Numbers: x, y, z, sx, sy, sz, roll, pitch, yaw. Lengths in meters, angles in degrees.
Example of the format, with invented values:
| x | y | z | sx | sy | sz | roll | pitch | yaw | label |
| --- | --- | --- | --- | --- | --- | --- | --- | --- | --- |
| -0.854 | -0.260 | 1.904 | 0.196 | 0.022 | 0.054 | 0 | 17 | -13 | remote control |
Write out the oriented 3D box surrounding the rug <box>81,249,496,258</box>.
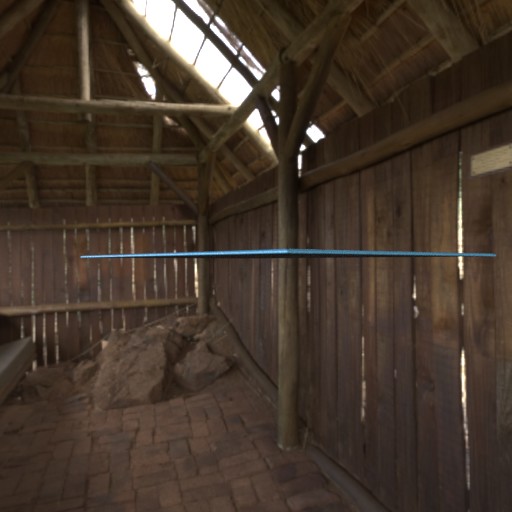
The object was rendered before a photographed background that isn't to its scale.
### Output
| x | y | z | sx | sy | sz | roll | pitch | yaw | label |
| --- | --- | --- | --- | --- | --- | --- | --- | --- | --- |
| 0.000 | 0.000 | 3.430 | 1.830 | 0.018 | 2.769 | 1 | -1 | -38 | rug |
